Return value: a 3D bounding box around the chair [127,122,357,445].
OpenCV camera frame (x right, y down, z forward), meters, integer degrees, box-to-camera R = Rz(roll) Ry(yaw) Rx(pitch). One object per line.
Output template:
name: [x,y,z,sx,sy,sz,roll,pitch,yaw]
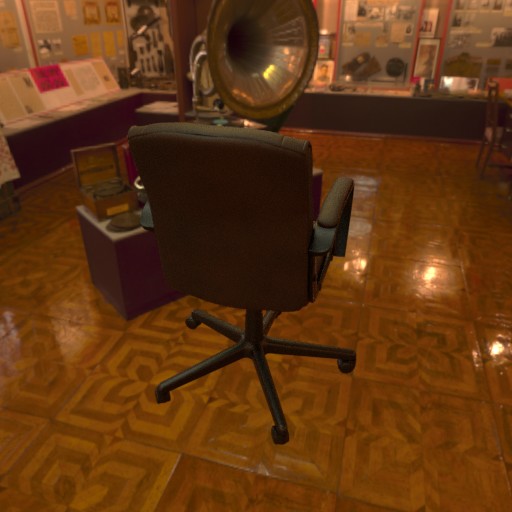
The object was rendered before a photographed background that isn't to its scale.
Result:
chair: [0.000,0.000,1.483,0.739,1.004,0.717,9,31,16]
